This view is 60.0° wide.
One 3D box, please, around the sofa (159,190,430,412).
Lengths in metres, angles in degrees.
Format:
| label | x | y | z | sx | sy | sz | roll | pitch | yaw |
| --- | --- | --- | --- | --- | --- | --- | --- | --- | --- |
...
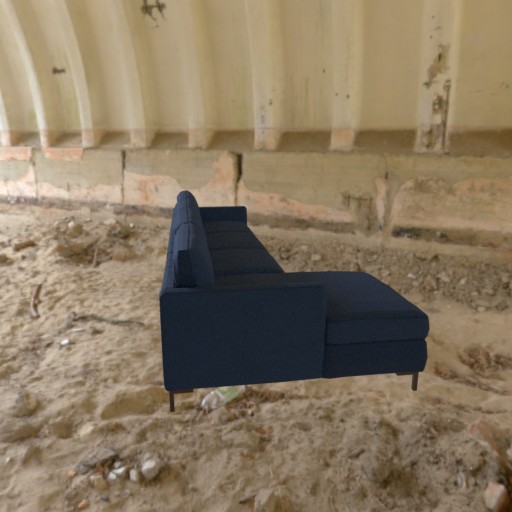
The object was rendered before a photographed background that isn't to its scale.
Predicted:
| label | x | y | z | sx | sy | sz | roll | pitch | yaw |
| --- | --- | --- | --- | --- | --- | --- | --- | --- | --- |
| sofa | 0.000 | 0.000 | 2.937 | 1.128 | 0.679 | 2.450 | -2 | 14 | -9 |
